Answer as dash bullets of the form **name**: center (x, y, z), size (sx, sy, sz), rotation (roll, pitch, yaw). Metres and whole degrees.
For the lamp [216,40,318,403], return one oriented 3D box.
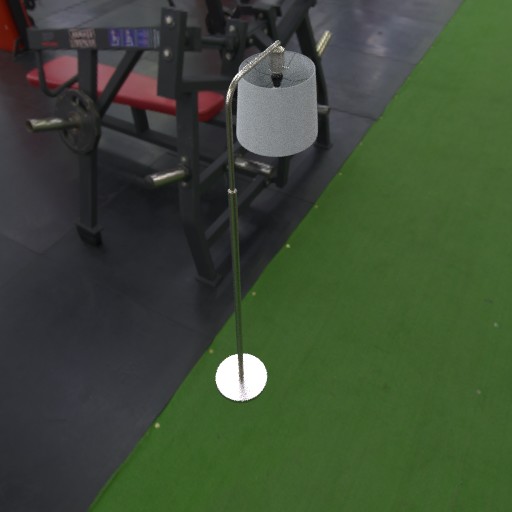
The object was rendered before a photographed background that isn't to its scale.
- **lamp**: center (0.000, 0.000, 1.659), size (0.254, 1.478, 0.508), rotation (24, 51, 21)
